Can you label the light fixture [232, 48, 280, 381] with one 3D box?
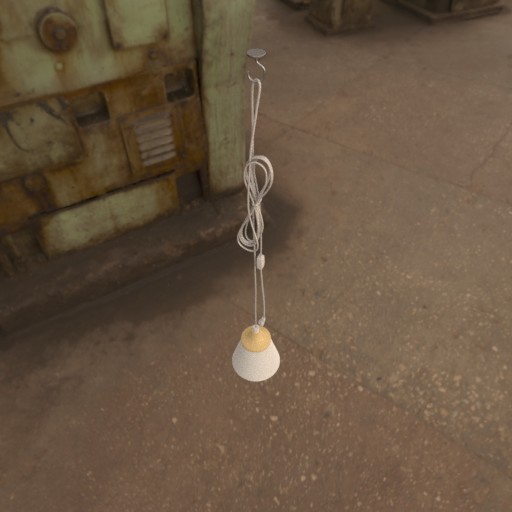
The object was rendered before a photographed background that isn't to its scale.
[{"bbox_3d":[0.000,0.000,1.076,0.153,0.966,0.153,31,54,26],"label":"light fixture"}]
